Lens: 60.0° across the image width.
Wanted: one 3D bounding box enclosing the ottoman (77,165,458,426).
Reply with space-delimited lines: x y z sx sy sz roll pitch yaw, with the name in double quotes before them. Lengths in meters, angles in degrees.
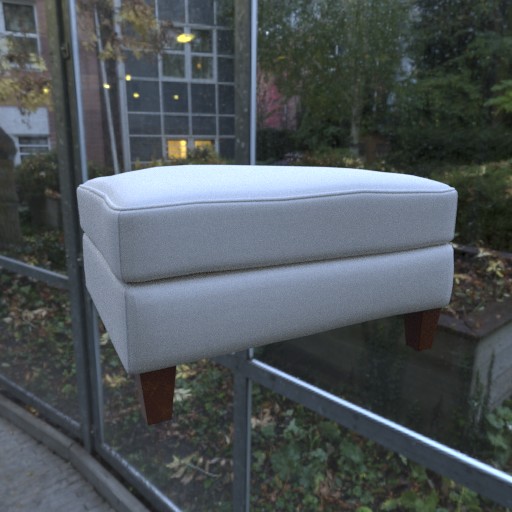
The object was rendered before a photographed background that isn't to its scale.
"ottoman" 0.000 0.000 1.180 0.818 0.479 0.634 -7 15 -26
